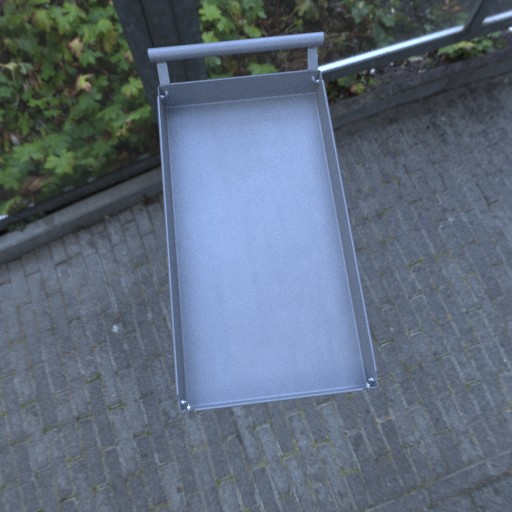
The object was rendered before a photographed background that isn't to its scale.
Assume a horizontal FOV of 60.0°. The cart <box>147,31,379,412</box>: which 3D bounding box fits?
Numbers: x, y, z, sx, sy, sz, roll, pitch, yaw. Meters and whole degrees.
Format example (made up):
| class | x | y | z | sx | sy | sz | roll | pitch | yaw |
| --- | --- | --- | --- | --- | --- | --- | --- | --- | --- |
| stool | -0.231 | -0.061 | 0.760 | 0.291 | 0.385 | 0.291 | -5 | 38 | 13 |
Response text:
| class | x | y | z | sx | sy | sz | roll | pitch | yaw |
| --- | --- | --- | --- | --- | --- | --- | --- | --- | --- |
| cart | 0.000 | 0.000 | 1.188 | 0.366 | 0.780 | 0.719 | -6 | 74 | -2 |
